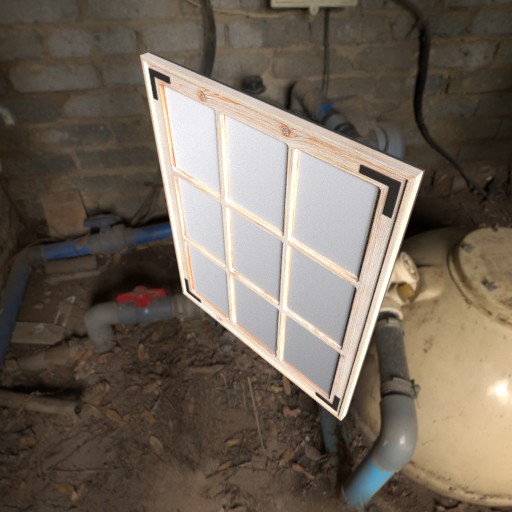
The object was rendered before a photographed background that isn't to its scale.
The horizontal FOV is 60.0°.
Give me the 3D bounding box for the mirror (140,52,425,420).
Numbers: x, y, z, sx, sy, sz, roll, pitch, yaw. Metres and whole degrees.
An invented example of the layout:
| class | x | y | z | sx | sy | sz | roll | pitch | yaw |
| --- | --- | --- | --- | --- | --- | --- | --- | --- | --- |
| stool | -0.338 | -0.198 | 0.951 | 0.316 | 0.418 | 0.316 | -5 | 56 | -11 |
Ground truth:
| class | x | y | z | sx | sy | sz | roll | pitch | yaw |
| --- | --- | --- | --- | --- | --- | --- | --- | --- | --- |
| mirror | 0.000 | 0.000 | 1.205 | 0.730 | 0.882 | 0.032 | 34 | 54 | 29 |
